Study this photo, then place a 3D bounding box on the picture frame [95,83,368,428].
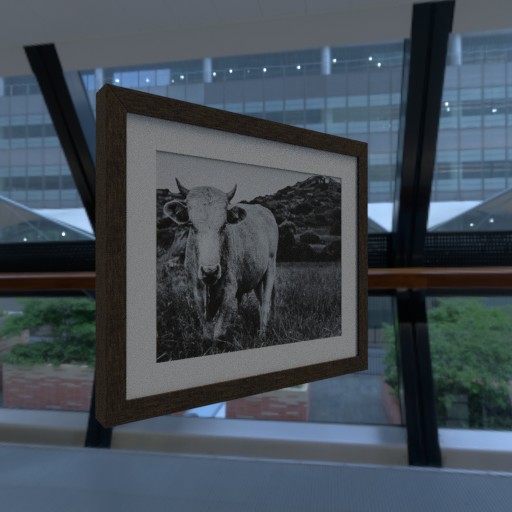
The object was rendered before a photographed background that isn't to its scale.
[{"bbox_3d":[0.000,0.000,0.548,0.378,0.330,0.033,0,0,-36],"label":"picture frame"}]
